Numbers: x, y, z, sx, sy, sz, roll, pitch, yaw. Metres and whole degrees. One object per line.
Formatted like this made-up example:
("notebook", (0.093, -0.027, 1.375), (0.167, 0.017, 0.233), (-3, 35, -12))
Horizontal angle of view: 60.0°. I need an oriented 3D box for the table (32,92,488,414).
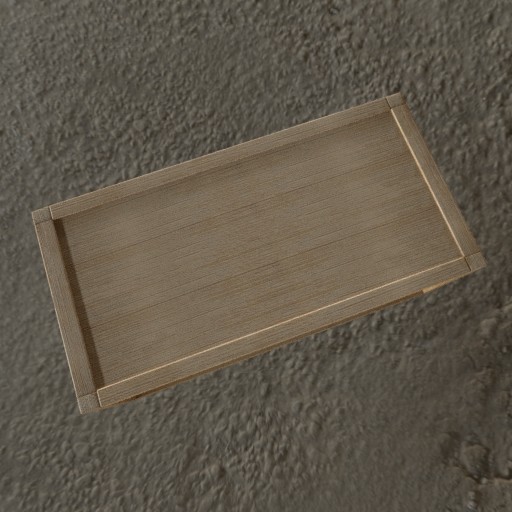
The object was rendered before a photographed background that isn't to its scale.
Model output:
("table", (0.000, 0.000, 1.630), (1.321, 0.457, 0.660), (-19, 76, -5))
